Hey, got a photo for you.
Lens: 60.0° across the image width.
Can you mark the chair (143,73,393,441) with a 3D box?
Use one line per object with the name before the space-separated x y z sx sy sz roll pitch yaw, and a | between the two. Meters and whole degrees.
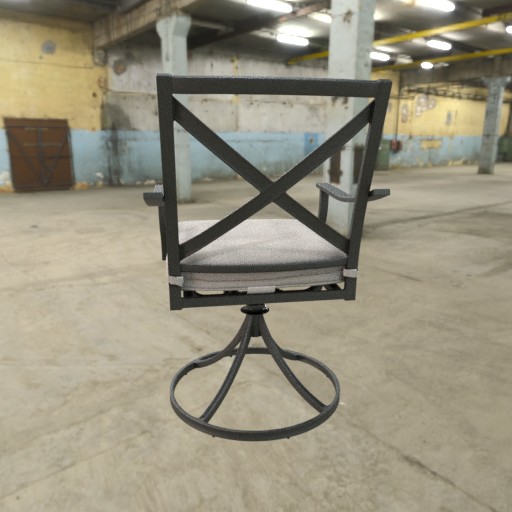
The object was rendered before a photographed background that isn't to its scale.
chair | 0.000 0.000 1.280 0.575 0.889 0.620 -2 14 -9
